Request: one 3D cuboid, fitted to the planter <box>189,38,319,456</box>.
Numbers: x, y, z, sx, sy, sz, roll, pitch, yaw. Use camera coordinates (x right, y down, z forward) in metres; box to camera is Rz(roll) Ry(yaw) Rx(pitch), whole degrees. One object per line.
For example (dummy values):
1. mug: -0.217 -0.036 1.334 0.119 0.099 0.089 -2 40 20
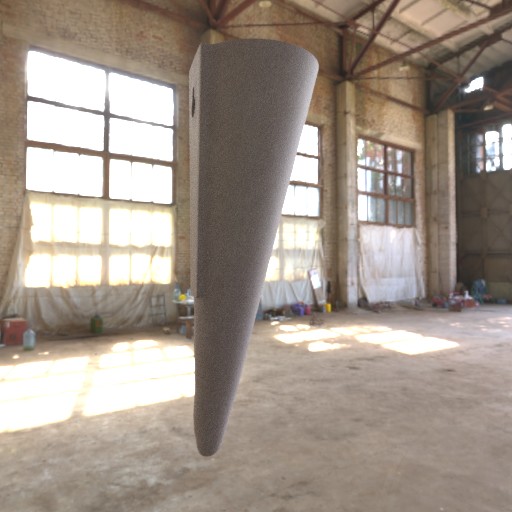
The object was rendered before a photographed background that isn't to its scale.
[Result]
1. planter: 0.000 0.000 0.301 0.087 0.259 0.078 0 -1 -18
